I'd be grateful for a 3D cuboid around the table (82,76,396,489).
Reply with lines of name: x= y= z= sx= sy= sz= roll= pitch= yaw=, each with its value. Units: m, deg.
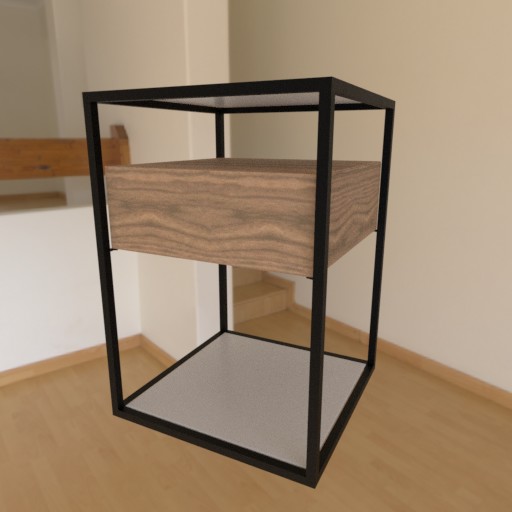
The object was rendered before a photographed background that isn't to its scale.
table: x=0.000 y=0.000 z=0.796 sx=0.378 sy=0.540 sz=0.378 roll=7 pitch=17 yaw=26
